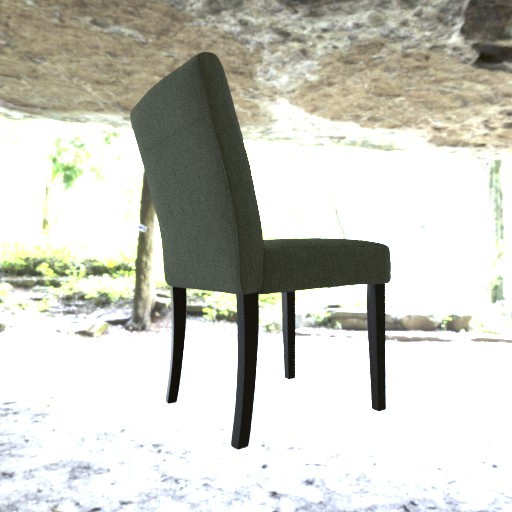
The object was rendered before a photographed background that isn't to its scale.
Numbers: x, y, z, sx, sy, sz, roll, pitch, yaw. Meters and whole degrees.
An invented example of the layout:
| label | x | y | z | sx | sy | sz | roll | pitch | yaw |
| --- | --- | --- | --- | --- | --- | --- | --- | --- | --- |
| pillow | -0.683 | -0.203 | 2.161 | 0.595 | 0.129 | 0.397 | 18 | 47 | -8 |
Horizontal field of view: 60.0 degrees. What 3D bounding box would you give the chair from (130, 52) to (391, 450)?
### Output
| label | x | y | z | sx | sy | sz | roll | pitch | yaw |
| --- | --- | --- | --- | --- | --- | --- | --- | --- | --- |
| chair | 0.000 | 0.000 | 1.281 | 0.629 | 0.884 | 0.487 | 0 | -1 | -34 |
